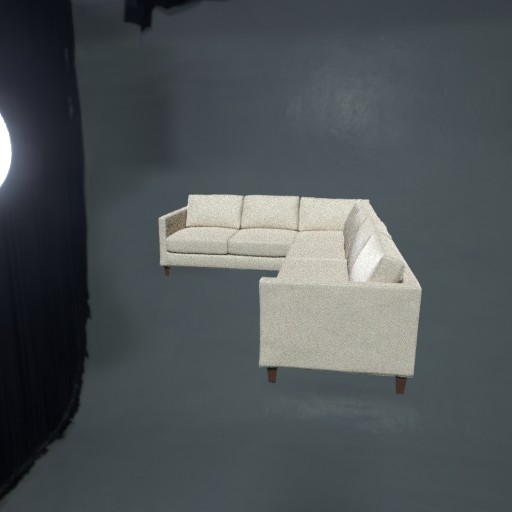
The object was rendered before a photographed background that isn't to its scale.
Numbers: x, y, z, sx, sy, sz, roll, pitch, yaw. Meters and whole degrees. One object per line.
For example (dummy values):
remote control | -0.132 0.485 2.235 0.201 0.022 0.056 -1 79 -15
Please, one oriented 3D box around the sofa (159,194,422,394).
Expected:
sofa | 0.000 0.000 4.236 2.432 0.863 3.182 2 14 10
